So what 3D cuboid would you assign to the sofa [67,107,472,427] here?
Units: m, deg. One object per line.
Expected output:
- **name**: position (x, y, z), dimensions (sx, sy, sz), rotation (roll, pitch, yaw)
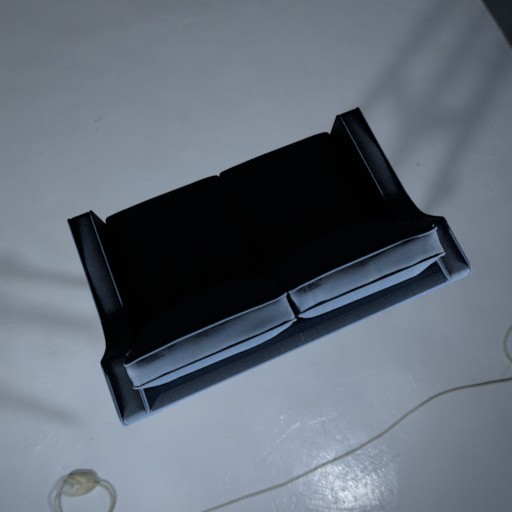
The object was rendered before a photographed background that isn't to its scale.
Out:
- **sofa**: position (0.000, 0.000, 2.155), dimensions (1.501, 0.971, 0.987), rotation (-22, 76, -6)
